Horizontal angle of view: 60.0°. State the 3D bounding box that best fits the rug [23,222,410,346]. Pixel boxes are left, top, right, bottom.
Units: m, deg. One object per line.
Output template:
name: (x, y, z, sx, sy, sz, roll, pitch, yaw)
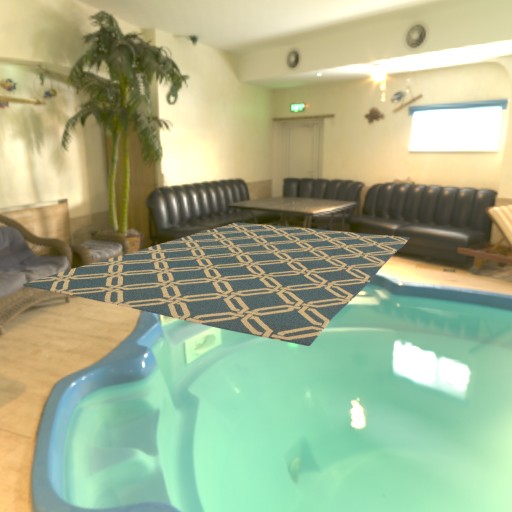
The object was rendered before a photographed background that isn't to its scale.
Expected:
rug: (0.000, 0.000, 2.765, 1.524, 0.013, 2.135, 7, 15, 27)
